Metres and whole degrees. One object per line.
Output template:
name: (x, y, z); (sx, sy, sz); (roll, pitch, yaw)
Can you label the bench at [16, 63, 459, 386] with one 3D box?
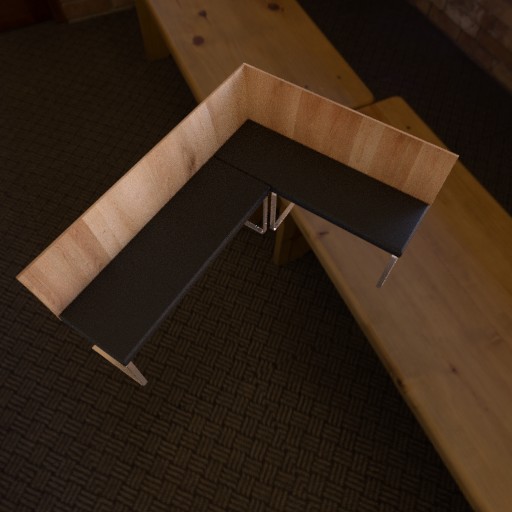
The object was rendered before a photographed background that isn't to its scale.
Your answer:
bench: (0.000, 0.000, 2.738); (1.495, 0.930, 1.945); (30, 64, 16)
